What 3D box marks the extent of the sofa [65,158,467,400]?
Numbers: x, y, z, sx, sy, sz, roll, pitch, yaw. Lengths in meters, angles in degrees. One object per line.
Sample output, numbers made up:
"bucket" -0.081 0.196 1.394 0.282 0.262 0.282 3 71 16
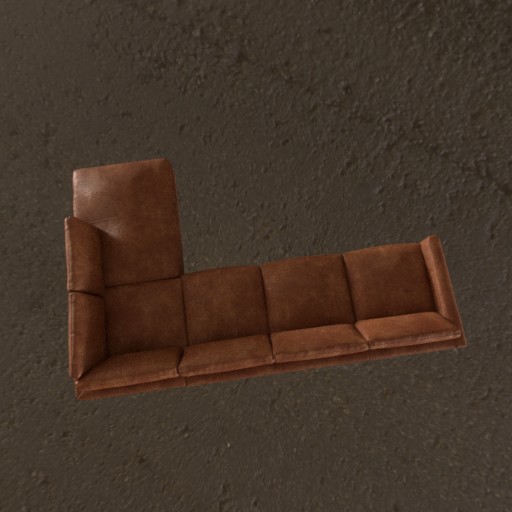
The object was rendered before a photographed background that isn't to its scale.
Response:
"sofa" 0.000 0.000 3.734 2.984 0.877 1.938 -8 76 -2
